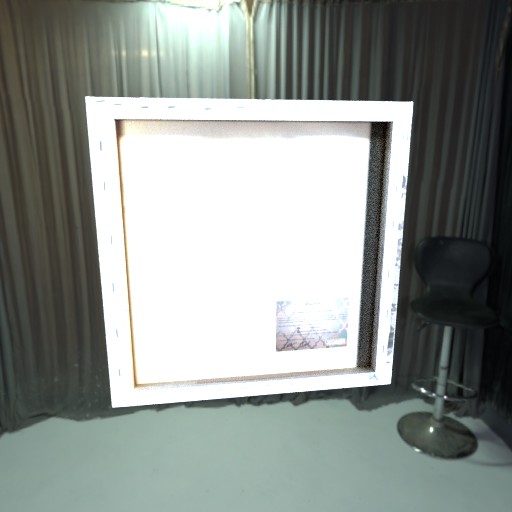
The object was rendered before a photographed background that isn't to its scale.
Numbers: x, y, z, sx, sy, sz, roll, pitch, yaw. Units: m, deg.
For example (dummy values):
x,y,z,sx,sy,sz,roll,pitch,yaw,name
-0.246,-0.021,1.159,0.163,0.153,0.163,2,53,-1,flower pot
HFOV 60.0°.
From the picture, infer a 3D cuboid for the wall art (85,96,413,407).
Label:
x,y,z,sx,sy,sz,roll,pitch,yaw,name
0.000,0.000,0.616,0.411,0.410,0.038,-2,14,-9,wall art
